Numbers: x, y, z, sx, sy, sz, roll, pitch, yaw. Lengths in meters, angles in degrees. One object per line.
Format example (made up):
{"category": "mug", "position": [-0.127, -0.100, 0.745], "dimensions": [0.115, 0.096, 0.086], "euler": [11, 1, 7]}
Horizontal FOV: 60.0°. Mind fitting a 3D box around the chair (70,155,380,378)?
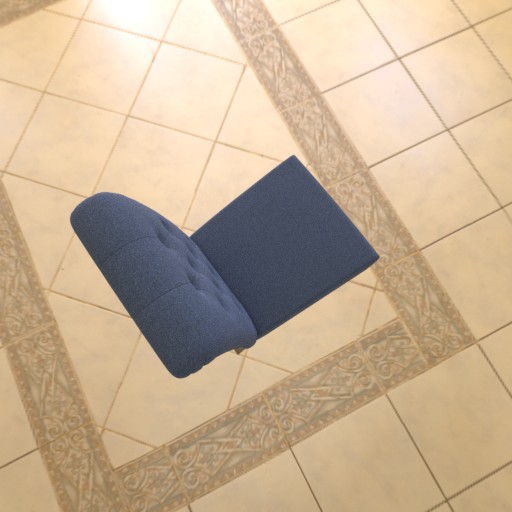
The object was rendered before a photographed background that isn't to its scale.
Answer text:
{"category": "chair", "position": [0.000, 0.000, 1.353], "dimensions": [0.671, 1.006, 0.456], "euler": [-36, 78, -9]}
